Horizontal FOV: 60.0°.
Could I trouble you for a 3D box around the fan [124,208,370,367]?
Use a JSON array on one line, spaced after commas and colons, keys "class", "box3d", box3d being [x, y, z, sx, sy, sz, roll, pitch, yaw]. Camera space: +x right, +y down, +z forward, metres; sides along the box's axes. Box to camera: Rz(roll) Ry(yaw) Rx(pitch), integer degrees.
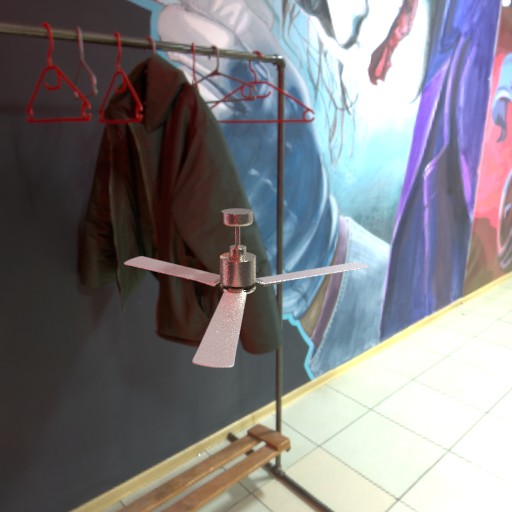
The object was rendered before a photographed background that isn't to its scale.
[{"class": "fan", "box3d": [0.000, 0.000, 2.362, 1.561, 0.446, 1.531, -2, 16, -8]}]
